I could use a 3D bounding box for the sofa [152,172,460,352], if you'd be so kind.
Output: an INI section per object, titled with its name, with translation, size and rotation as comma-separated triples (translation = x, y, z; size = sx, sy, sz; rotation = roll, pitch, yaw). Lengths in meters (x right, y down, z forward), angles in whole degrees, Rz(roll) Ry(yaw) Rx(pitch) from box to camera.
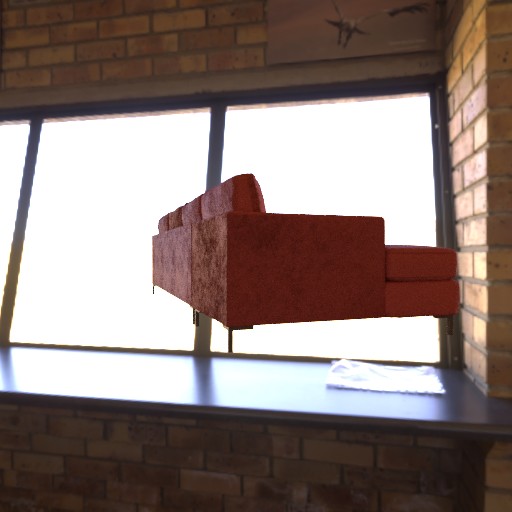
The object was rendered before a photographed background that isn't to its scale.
[sofa]
translation = 0.000, 0.000, 4.078
size = 1.500, 0.967, 3.400
rotation = 0, 1, -20
